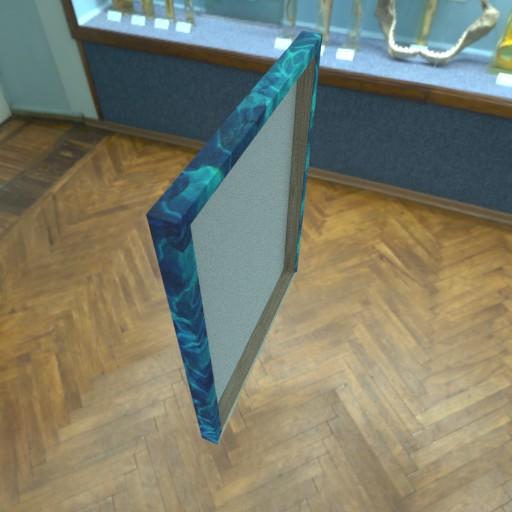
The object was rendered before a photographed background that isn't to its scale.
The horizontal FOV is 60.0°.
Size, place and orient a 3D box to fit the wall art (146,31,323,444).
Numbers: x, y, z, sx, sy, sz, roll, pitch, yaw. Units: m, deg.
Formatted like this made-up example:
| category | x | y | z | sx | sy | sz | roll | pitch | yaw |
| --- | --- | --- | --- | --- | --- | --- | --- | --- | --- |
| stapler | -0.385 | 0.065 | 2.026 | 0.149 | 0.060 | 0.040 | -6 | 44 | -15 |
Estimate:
| category | x | y | z | sx | sy | sz | roll | pitch | yaw |
| --- | --- | --- | --- | --- | --- | --- | --- | --- | --- |
| wall art | 0.000 | 0.000 | 0.846 | 0.038 | 0.635 | 0.508 | 17 | 50 | 15 |
